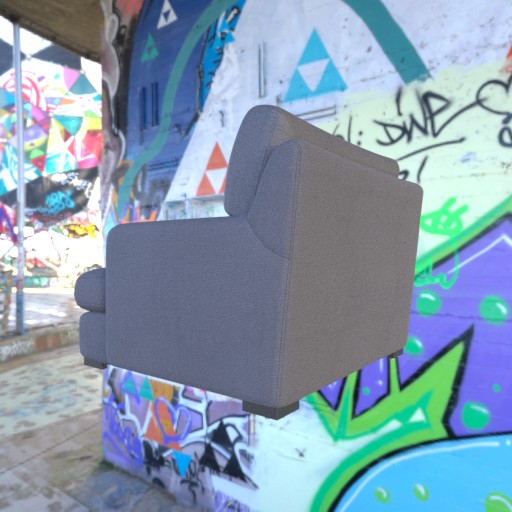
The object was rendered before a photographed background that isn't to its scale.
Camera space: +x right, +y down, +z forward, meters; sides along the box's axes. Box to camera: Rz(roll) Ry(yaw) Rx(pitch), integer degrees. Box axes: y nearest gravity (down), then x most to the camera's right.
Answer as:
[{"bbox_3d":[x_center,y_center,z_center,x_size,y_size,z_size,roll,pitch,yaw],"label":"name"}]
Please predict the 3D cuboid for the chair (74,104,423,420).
[{"bbox_3d":[0.000,0.000,1.969,1.143,0.940,1.168,0,1,37],"label":"chair"}]
